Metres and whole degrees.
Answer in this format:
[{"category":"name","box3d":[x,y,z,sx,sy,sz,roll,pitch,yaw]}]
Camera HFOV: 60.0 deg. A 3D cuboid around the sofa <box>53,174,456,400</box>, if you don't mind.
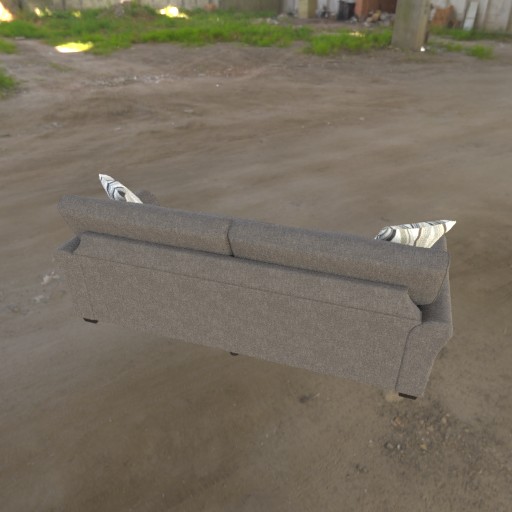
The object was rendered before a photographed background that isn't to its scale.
[{"category":"sofa","box3d":[0.000,0.000,2.522,2.032,0.813,0.889,10,33,16]}]
